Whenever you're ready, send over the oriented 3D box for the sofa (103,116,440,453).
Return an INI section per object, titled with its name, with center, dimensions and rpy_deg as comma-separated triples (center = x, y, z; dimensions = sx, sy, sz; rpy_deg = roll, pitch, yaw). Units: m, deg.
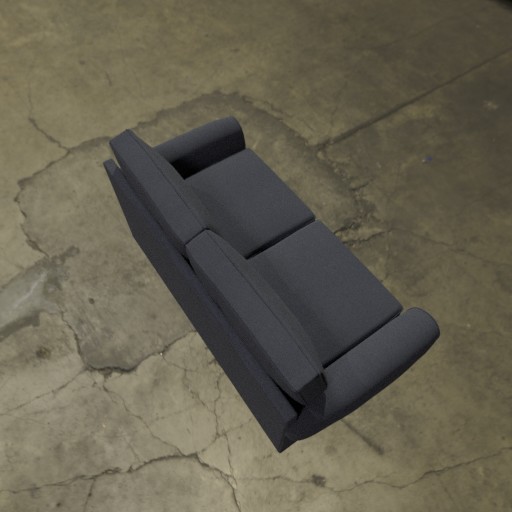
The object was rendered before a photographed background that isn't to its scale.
[sofa]
center = 0.000, 0.000, 2.605
dimensions = 0.951, 1.031, 2.009
rpy_deg = -31, 63, -18
